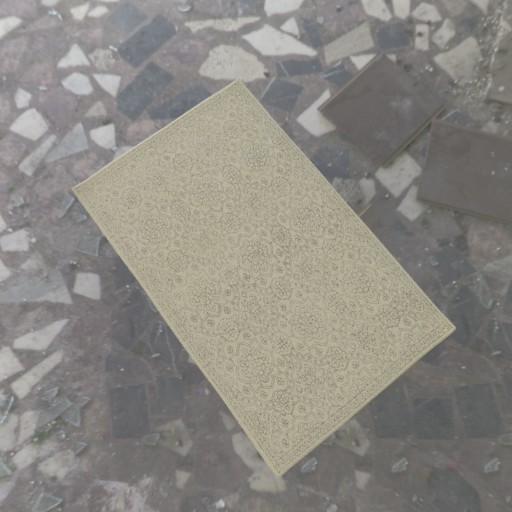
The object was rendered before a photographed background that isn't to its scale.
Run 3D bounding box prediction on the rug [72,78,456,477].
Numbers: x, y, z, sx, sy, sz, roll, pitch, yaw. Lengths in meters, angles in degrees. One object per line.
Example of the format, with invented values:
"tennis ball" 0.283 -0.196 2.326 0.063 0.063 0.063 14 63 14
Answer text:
"rug" 0.000 0.000 2.471 1.214 0.023 1.947 -37 79 -8
